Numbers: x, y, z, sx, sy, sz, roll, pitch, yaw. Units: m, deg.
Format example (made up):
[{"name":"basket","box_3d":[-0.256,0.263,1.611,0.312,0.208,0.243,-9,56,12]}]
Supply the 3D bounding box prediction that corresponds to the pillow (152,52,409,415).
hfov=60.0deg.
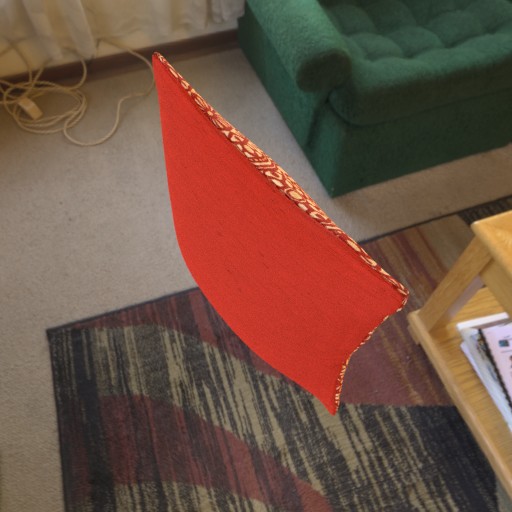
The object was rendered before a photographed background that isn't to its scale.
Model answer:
[{"name":"pillow","box_3d":[0.000,0.000,0.647,0.162,0.419,0.438,-32,63,-19]}]
